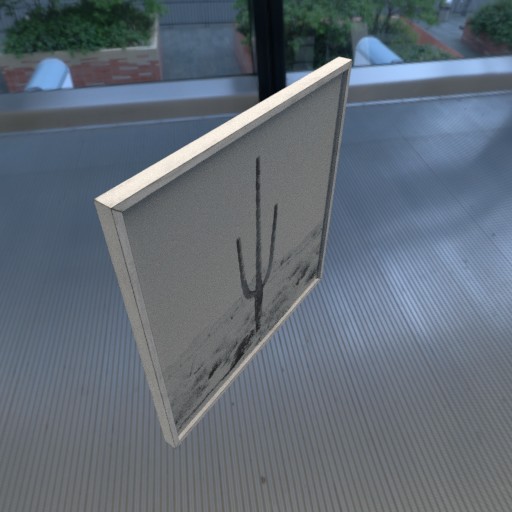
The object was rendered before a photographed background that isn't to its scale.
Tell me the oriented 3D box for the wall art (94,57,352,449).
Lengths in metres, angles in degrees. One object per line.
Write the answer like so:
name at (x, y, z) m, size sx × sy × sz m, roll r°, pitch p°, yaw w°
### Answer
wall art at (0.000, 0.000, 1.124) m, size 0.038 × 0.762 × 0.762 m, roll 26°, pitch 48°, yaw 26°
